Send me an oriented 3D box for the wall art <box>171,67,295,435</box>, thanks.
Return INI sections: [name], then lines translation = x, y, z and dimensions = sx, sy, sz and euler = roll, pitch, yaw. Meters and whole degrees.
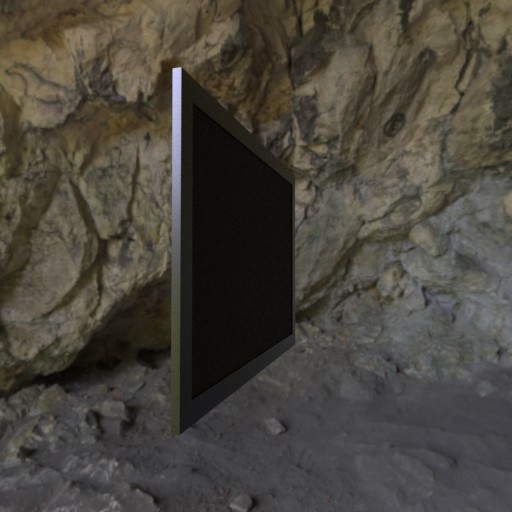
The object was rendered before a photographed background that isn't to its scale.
[wall art]
translation = 0.000, 0.000, 0.855
dimensions = 0.013, 0.447, 0.660
euler = 0, -2, 17
